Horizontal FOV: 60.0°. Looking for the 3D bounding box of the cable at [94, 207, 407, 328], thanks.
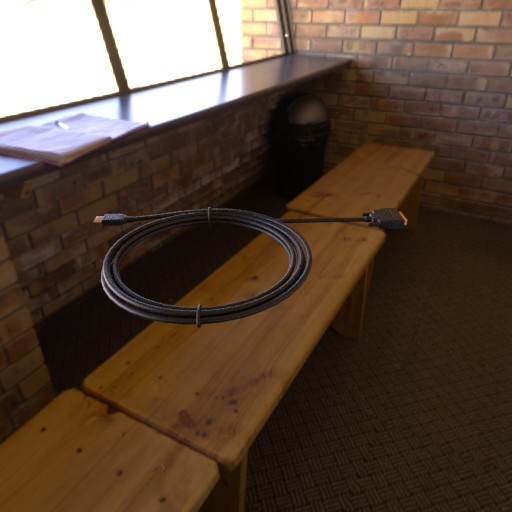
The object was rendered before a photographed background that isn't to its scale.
[{"bbox_3d":[0.000,0.000,0.514,0.422,0.030,0.257,-1,30,-2],"label":"cable"}]
